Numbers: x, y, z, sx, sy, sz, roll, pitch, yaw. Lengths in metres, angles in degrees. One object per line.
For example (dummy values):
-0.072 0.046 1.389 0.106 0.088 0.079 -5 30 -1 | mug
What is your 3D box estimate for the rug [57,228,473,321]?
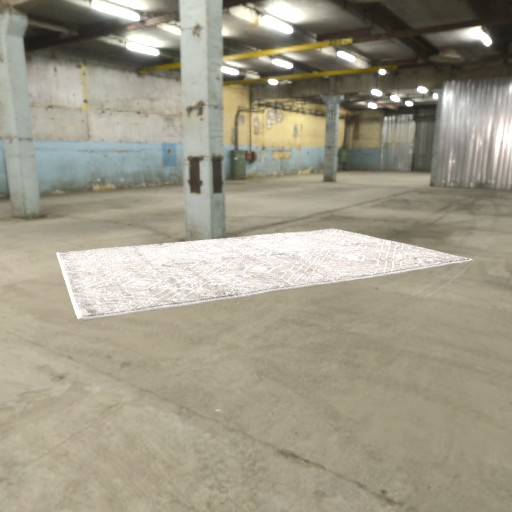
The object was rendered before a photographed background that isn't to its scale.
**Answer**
0.000 0.000 3.058 2.447 0.036 1.537 -6 14 -26 | rug
